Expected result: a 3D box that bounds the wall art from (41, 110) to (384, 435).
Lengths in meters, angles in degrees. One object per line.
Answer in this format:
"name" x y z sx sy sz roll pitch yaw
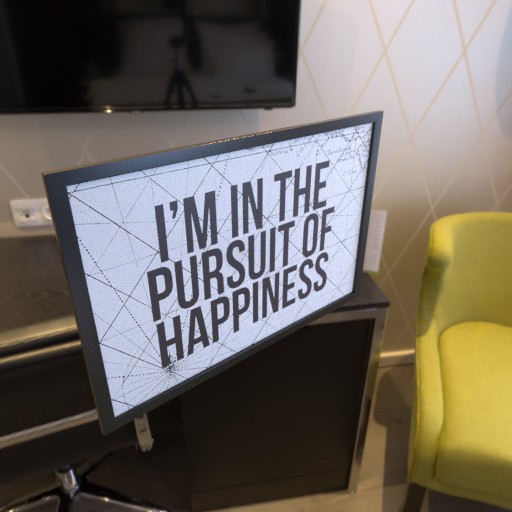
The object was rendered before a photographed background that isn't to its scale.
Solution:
"wall art" 0.000 0.000 1.014 0.819 0.552 0.015 -21 35 -34
